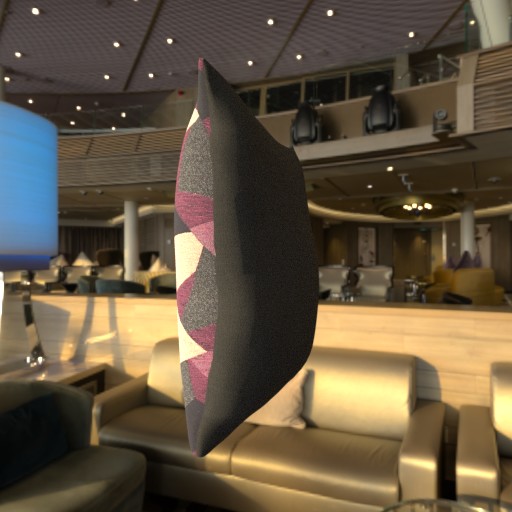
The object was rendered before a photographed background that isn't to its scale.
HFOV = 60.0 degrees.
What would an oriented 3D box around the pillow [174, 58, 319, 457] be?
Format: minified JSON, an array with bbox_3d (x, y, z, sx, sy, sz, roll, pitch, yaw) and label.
[{"bbox_3d":[0.000,0.000,0.775,0.208,0.496,0.503,0,0,18],"label":"pillow"}]
